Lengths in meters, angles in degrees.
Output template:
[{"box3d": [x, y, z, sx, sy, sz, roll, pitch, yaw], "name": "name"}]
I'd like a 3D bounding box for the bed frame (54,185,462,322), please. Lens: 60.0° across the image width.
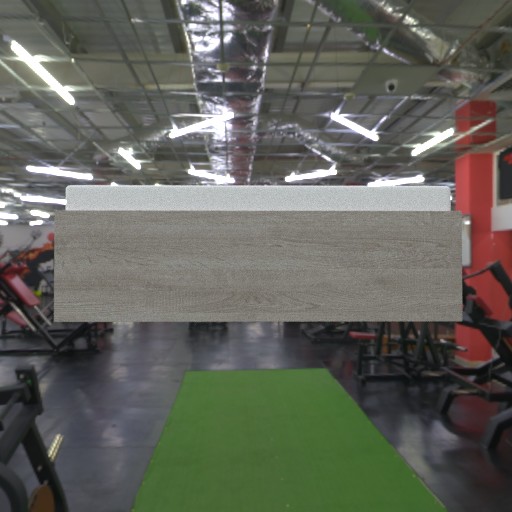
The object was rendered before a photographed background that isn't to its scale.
[{"box3d": [0.000, 0.000, 2.546, 1.448, 0.490, 1.944, 0, -1, -1], "name": "bed frame"}]
